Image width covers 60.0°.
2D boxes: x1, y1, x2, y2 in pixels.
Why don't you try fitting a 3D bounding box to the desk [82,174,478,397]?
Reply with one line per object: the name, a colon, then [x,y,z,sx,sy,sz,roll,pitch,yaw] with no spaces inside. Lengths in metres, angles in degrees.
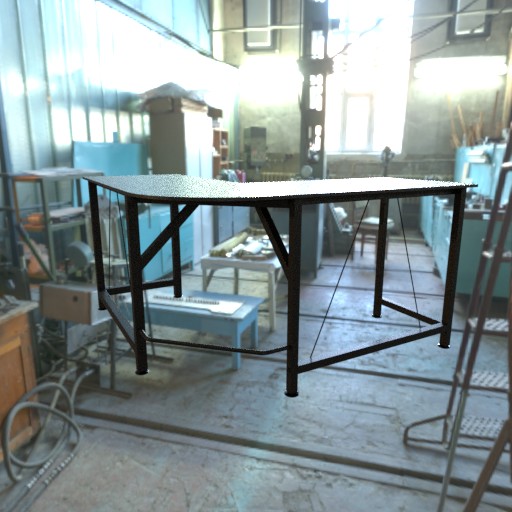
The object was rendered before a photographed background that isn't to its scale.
desk: [0.000,0.000,2.251,1.400,0.762,1.400,-7,15,-28]
